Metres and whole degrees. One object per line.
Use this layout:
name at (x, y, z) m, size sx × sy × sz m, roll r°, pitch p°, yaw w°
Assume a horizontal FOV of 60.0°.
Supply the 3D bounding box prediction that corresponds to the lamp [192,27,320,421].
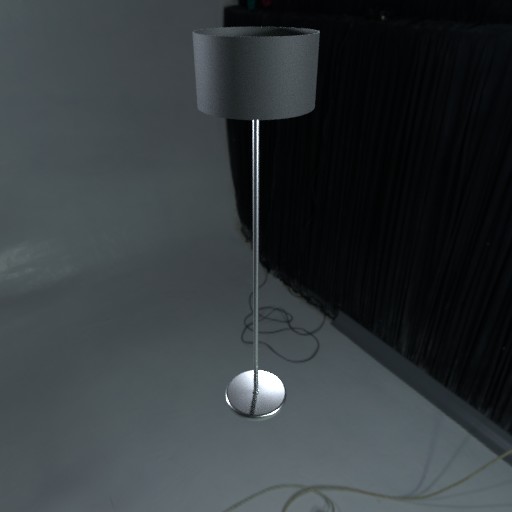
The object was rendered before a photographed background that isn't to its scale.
lamp at (0.000, 0.000, 1.592) m, size 0.348 × 1.443 × 0.348 m, roll -22°, pitch 37°, yaw -32°
